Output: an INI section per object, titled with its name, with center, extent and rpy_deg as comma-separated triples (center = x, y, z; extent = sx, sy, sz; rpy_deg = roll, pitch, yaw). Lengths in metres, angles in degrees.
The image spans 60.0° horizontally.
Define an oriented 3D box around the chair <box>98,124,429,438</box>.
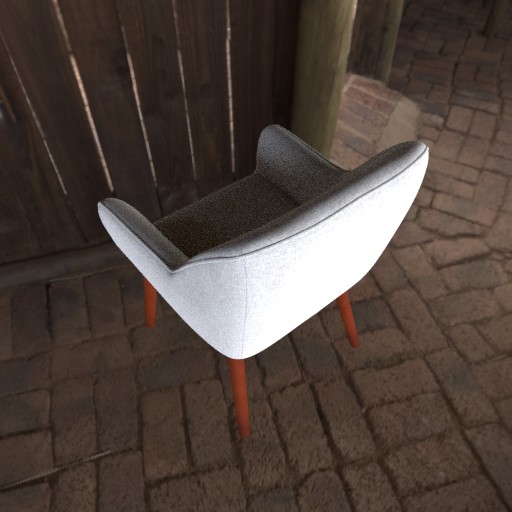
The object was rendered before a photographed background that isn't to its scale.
[chair]
center = 0.000, 0.000, 1.243
extent = 0.610, 0.813, 0.610
rpy_deg = -31, 55, -25
